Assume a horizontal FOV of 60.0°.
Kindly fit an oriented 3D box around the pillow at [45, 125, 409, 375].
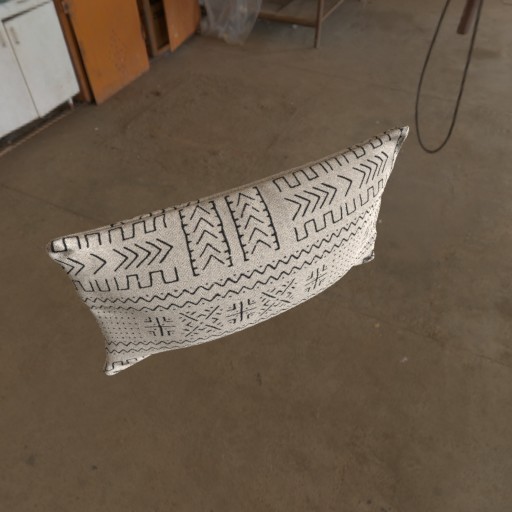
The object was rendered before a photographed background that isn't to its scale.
[{"bbox_3d":[0.000,0.000,0.808,0.637,0.352,0.188,-22,50,-19],"label":"pillow"}]
